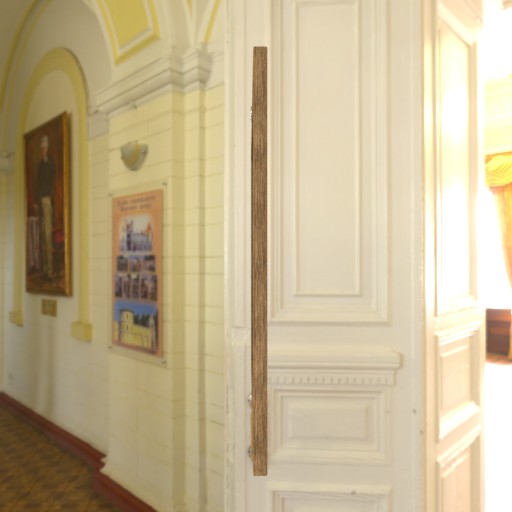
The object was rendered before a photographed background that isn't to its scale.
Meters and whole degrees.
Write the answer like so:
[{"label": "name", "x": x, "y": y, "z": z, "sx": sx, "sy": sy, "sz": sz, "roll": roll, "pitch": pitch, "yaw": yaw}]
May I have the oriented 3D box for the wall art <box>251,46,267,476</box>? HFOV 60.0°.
[{"label": "wall art", "x": 0.000, "y": 0.000, "z": 0.858, "sx": 0.021, "sy": 0.576, "sz": 0.561, "roll": 0, "pitch": 0, "yaw": -1}]
